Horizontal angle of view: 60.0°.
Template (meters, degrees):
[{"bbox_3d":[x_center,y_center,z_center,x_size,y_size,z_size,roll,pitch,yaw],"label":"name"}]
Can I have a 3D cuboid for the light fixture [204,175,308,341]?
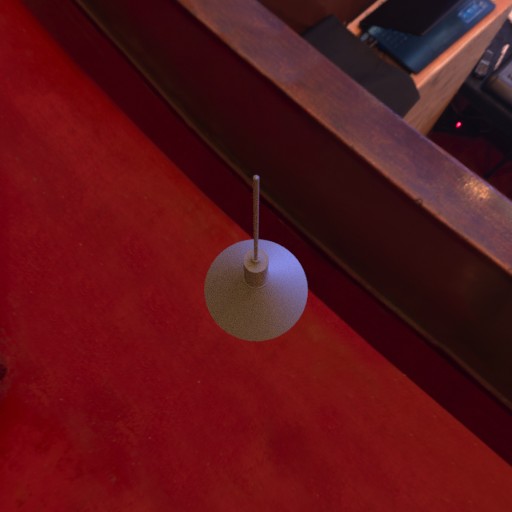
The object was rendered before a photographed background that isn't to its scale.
[{"bbox_3d":[0.000,0.000,0.826,0.267,0.683,0.267,39,79,10],"label":"light fixture"}]
